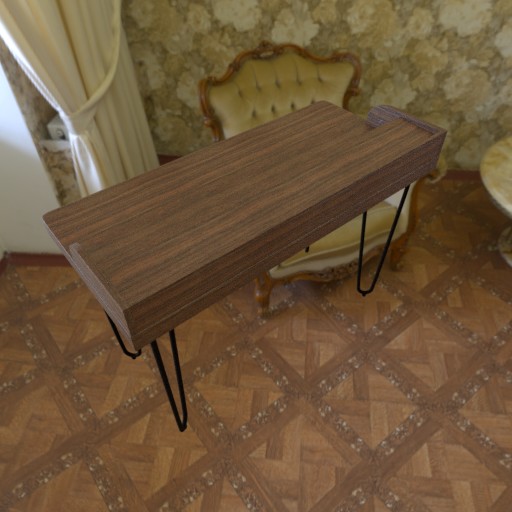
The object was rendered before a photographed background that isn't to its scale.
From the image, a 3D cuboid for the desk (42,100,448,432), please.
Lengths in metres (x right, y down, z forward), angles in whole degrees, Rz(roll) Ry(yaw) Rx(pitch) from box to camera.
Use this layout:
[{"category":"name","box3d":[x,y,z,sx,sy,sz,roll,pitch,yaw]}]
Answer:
[{"category":"desk","box3d":[0.000,0.000,1.662,1.200,0.854,0.565,-30,52,-27]}]
